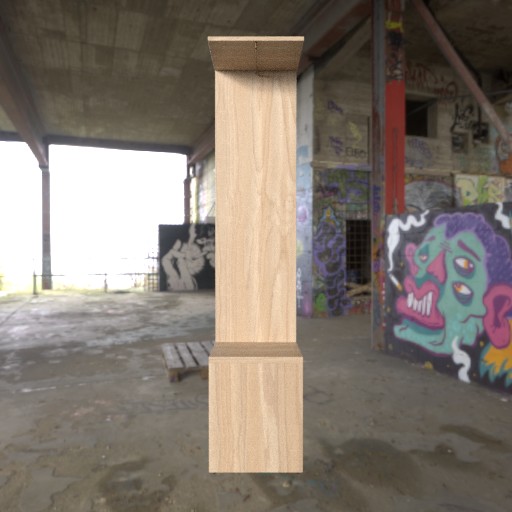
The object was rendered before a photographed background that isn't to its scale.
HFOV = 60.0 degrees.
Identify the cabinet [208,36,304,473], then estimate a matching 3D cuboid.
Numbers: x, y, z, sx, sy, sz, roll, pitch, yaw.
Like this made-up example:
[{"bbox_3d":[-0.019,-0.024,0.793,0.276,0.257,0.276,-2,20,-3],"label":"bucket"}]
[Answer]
[{"bbox_3d":[0.000,0.000,2.073,0.411,1.879,0.338,0,1,0],"label":"cabinet"}]
